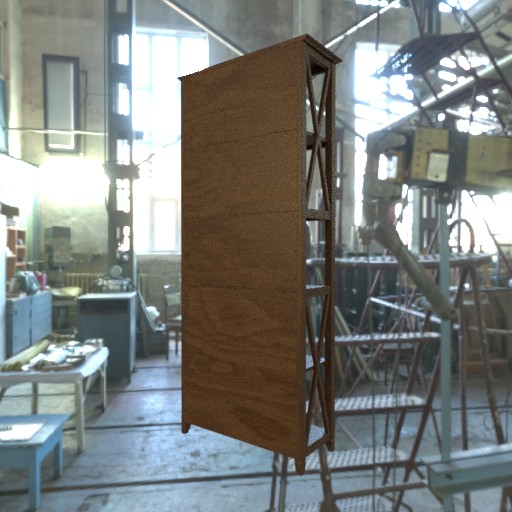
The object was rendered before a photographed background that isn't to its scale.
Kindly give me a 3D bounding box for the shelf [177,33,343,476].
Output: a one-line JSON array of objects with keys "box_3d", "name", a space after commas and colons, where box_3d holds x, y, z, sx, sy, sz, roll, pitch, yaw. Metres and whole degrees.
[{"box_3d": [0.000, 0.000, 2.273, 0.805, 1.905, 0.335, 1, 1, 37], "name": "shelf"}]
